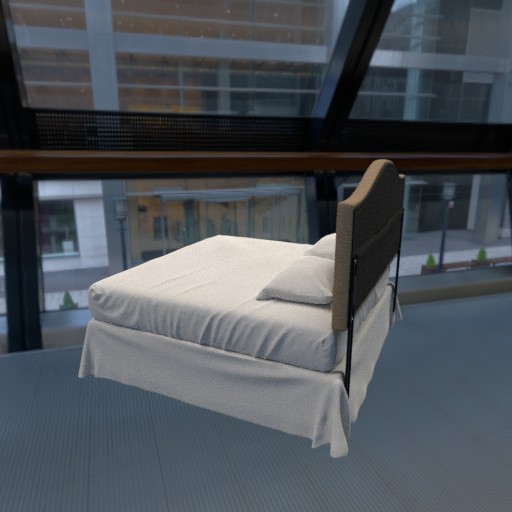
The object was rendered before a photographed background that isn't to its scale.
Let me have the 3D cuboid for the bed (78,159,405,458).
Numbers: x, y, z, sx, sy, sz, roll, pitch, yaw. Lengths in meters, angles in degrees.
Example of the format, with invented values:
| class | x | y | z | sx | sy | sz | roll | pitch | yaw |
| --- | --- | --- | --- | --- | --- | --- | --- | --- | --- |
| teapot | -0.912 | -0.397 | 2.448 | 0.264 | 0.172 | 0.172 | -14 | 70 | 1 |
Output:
| class | x | y | z | sx | sy | sz | roll | pitch | yaw |
| --- | --- | --- | --- | --- | --- | --- | --- | --- | --- |
| bed | 0.000 | 0.000 | 3.775 | 2.222 | 1.651 | 2.311 | 7 | 17 | 25 |
